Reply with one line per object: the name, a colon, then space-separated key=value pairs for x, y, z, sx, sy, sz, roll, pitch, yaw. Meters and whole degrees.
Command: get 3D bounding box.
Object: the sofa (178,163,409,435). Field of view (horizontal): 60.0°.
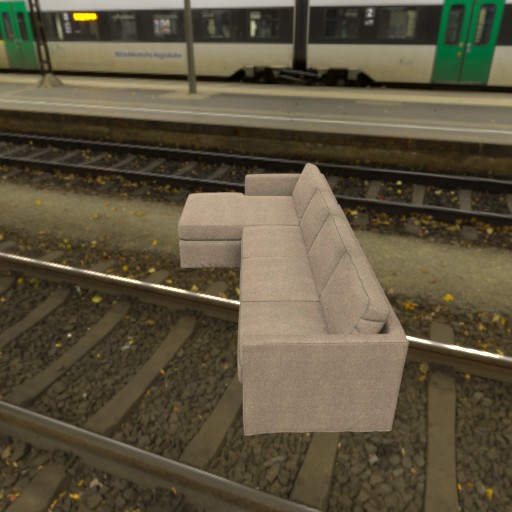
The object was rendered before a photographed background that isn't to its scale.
sofa: x=0.000 y=0.000 z=3.961 sx=1.650 sy=0.922 sz=3.205 roll=0 pitch=27 yaw=-1
